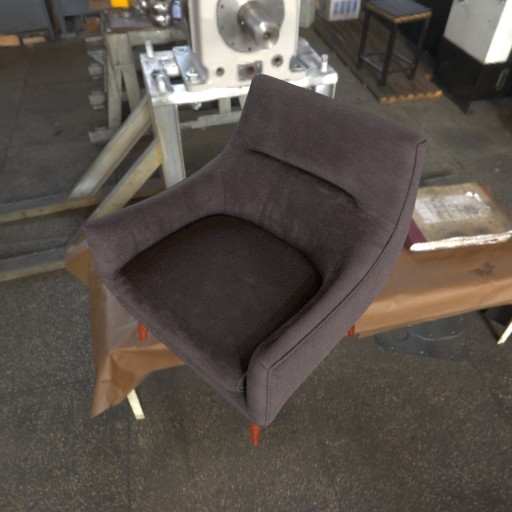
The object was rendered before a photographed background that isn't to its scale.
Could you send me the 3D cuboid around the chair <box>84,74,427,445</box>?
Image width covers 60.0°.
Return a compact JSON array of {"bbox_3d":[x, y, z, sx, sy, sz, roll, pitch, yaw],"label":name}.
[{"bbox_3d":[0.000,0.000,1.458,0.762,0.838,0.787,33,54,28],"label":"chair"}]
